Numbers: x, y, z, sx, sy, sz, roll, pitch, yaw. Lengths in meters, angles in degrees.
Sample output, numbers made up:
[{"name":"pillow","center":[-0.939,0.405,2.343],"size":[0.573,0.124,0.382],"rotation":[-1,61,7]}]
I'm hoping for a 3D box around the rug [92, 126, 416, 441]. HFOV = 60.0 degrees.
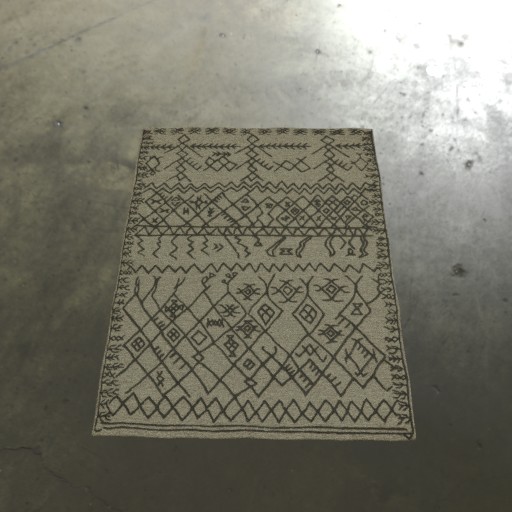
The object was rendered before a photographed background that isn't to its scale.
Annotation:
[{"name":"rug","center":[0.000,0.000,3.202],"size":[1.964,0.025,2.455],"rotation":[1,63,0]}]
